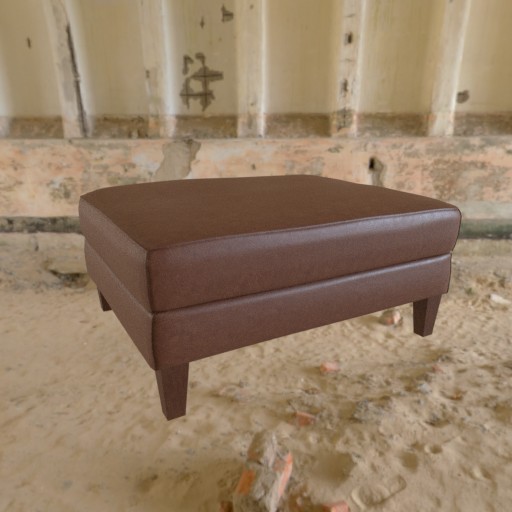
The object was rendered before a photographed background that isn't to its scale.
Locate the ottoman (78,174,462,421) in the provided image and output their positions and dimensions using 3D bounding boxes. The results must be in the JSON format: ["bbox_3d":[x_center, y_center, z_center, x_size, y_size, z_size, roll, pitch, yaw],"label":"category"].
[{"bbox_3d":[0.000,0.000,1.478,0.987,0.472,0.836,-9,19,-28],"label":"ottoman"}]
